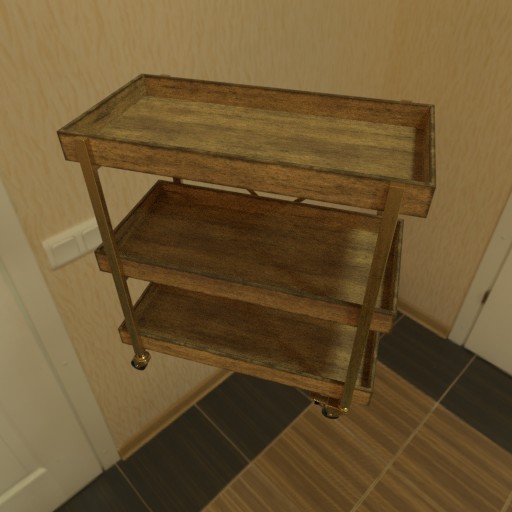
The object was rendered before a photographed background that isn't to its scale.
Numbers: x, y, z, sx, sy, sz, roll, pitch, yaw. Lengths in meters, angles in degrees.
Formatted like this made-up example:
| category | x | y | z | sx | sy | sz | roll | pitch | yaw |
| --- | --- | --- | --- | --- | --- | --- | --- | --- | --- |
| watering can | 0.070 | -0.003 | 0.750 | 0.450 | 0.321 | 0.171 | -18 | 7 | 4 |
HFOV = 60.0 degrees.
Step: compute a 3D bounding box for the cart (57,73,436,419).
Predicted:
| category | x | y | z | sx | sy | sz | roll | pitch | yaw |
| --- | --- | --- | --- | --- | --- | --- | --- | --- | --- |
| cart | 0.000 | 0.000 | 1.228 | 0.750 | 0.799 | 0.416 | 11 | 42 | 13 |
